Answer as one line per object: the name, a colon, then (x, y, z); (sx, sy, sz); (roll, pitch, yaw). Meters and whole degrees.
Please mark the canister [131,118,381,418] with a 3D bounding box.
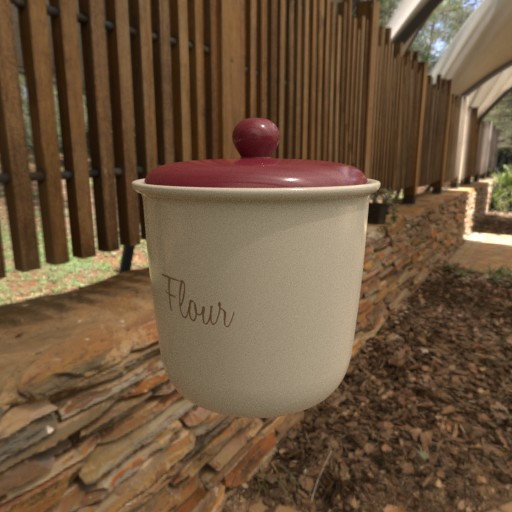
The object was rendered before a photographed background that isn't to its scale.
canister: (0.000, 0.000, 0.348); (0.182, 0.208, 0.182); (0, 13, 0)
